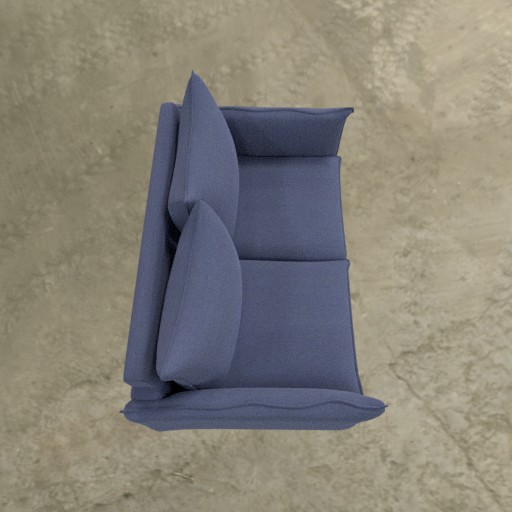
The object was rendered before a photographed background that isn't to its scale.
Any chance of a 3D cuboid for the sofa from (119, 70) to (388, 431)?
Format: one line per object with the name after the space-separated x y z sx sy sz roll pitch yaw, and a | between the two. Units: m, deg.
0.000 0.000 1.790 0.820 0.840 1.300 0 64 0 | sofa
